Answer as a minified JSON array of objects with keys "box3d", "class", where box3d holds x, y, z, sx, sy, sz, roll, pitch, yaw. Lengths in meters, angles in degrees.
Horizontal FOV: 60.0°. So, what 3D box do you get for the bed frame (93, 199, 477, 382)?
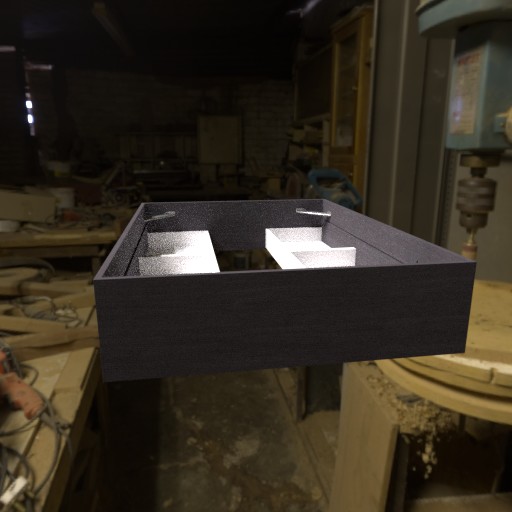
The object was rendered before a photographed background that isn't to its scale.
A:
[{"box3d":[0.000,0.000,2.612,1.448,0.459,1.944,-2,15,-9],"class":"bed frame"}]
